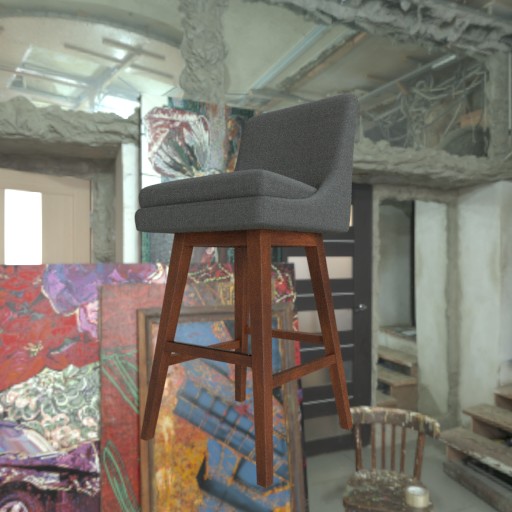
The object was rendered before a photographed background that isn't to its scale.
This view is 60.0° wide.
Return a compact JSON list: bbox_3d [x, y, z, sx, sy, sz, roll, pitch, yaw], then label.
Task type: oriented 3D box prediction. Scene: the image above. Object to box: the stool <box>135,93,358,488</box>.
[{"bbox_3d":[0.000,0.000,1.252,0.447,0.977,0.524,0,0,37],"label":"stool"}]
